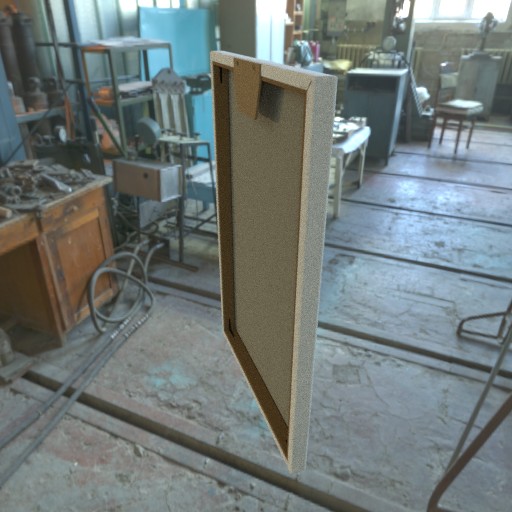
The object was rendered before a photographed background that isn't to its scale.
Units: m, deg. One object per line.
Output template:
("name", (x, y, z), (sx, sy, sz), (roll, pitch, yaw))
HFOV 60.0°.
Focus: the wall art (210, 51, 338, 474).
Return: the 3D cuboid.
("wall art", (0.000, 0.000, 1.129), (0.048, 0.916, 0.602), (-10, 30, -18))
